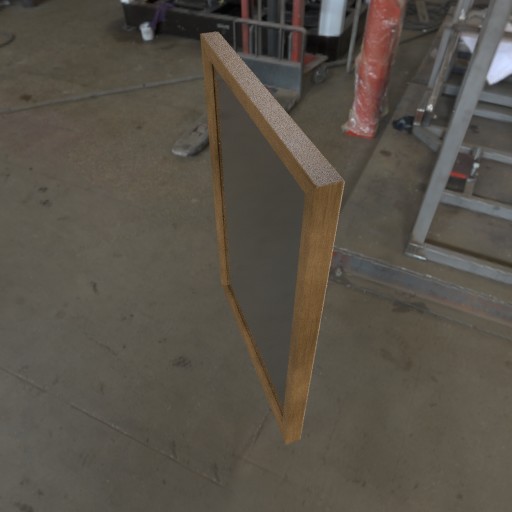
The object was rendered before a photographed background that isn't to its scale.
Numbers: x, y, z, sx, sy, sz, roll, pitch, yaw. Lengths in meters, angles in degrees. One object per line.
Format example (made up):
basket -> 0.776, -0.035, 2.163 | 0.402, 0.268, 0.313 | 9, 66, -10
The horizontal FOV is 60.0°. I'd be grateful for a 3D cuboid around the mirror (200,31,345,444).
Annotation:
mirror -> 0.000, 0.000, 0.916 | 0.040, 0.710, 0.507 | -14, 47, -14
